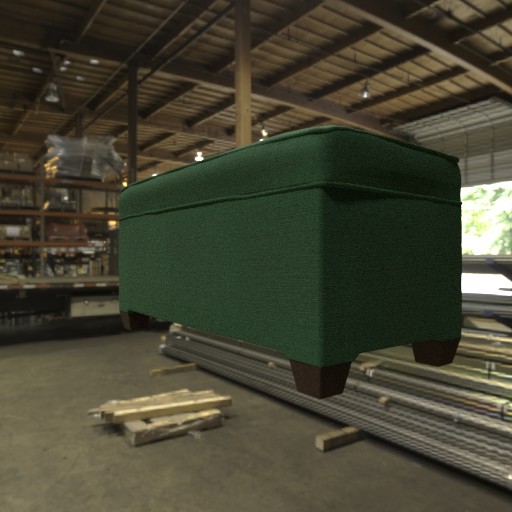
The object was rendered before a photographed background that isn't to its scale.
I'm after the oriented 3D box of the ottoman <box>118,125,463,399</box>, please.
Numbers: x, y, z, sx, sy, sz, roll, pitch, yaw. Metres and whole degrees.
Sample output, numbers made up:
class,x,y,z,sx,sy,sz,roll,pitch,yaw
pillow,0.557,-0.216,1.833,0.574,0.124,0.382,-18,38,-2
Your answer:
class,x,y,z,sx,sy,sz,roll,pitch,yaw
ottoman,0.000,0.000,1.205,0.483,0.471,0.957,0,0,-37
